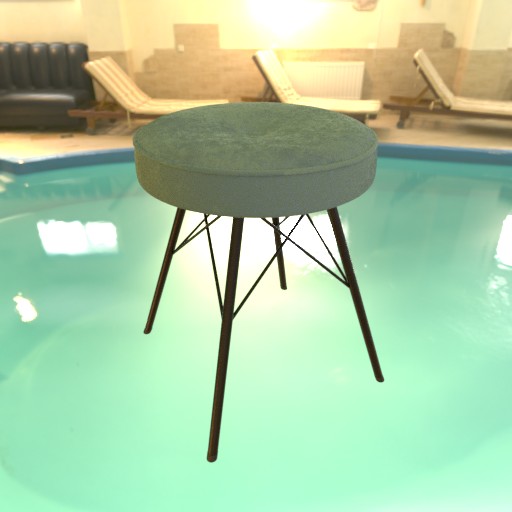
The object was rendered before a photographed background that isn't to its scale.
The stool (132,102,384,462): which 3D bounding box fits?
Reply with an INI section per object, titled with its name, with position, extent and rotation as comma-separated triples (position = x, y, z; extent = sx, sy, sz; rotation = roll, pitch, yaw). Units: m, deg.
[stool]
position = 0.000, 0.000, 0.872
extent = 0.458, 0.519, 0.457
rotation = -10, 32, -17
